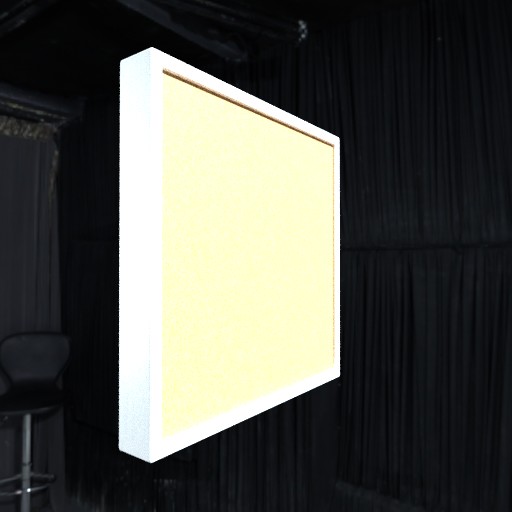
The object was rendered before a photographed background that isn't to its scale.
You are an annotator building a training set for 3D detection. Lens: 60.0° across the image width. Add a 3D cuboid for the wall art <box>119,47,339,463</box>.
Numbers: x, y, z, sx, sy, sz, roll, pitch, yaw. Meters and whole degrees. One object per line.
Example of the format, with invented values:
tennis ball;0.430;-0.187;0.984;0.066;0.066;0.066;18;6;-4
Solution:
wall art;0.000;0.000;0.456;0.038;0.305;0.305;0;-1;37
